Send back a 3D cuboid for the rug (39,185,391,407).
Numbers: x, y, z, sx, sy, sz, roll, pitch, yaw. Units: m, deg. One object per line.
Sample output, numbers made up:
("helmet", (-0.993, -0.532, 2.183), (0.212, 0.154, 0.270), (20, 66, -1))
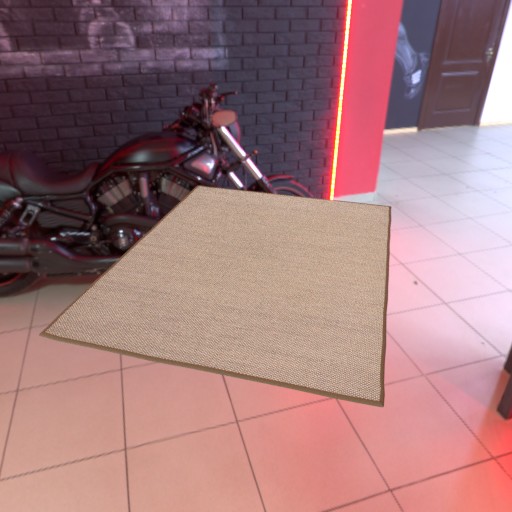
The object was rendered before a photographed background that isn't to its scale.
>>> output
("rug", (0.000, 0.000, 4.144), (2.413, 0.020, 3.041), (8, 31, 13))
